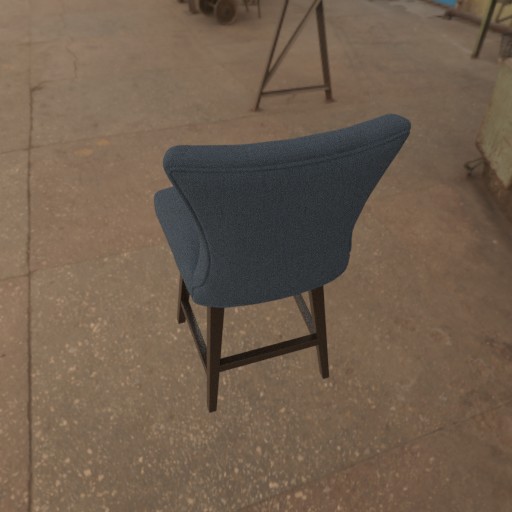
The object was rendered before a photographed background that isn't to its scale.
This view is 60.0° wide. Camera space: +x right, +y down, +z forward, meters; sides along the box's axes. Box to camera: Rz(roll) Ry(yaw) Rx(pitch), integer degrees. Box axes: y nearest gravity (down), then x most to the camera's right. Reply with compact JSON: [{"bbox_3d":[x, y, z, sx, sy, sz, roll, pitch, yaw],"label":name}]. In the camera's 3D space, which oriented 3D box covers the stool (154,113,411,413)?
[{"bbox_3d":[0.000,0.000,1.331,0.514,1.000,0.574,-12,43,-14],"label":"stool"}]
